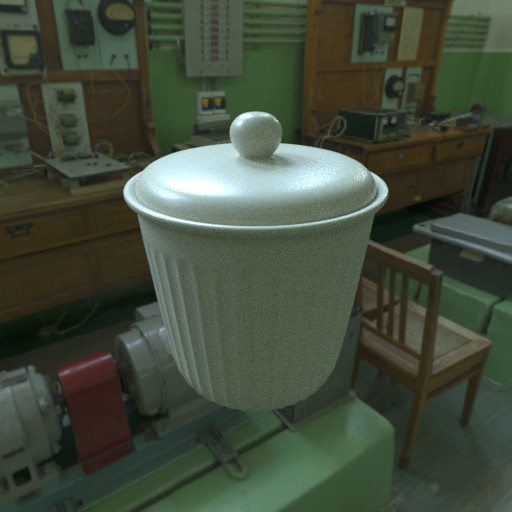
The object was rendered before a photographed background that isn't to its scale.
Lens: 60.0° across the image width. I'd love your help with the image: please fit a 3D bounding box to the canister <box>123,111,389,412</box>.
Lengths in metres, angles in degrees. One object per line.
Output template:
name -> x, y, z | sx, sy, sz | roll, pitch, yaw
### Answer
canister -> 0.000, 0.000, 0.338 | 0.181, 0.211, 0.181 | 0, 26, 0
